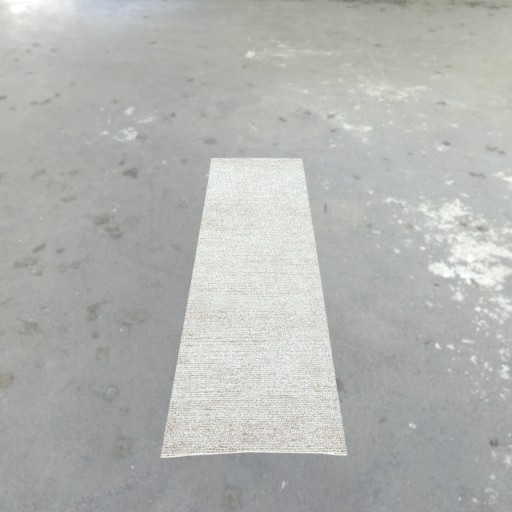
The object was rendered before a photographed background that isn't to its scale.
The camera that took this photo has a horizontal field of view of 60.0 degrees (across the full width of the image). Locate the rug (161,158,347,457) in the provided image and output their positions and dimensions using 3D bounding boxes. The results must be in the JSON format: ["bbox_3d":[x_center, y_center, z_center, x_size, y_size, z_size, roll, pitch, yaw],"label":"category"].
[{"bbox_3d":[0.000,0.000,2.568,0.712,0.013,2.346,0,41,0],"label":"rug"}]
